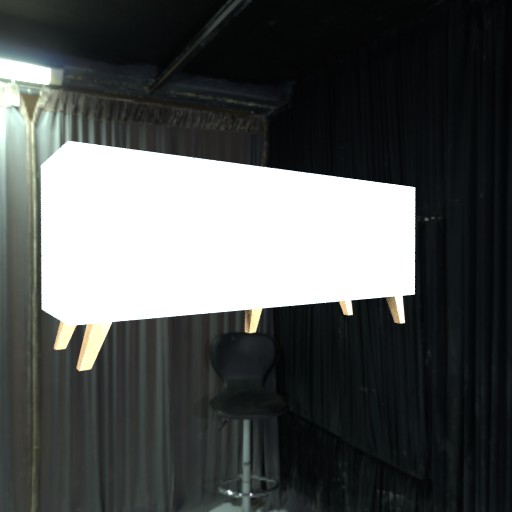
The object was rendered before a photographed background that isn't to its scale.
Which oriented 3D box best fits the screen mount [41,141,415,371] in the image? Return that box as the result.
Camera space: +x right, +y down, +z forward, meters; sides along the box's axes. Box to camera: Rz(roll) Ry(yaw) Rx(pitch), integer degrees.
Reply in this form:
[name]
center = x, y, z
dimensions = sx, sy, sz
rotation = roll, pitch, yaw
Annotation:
[screen mount]
center = 0.000, 0.000, 1.761
dimensions = 1.490, 0.619, 0.400
rotation = 0, 1, -35
